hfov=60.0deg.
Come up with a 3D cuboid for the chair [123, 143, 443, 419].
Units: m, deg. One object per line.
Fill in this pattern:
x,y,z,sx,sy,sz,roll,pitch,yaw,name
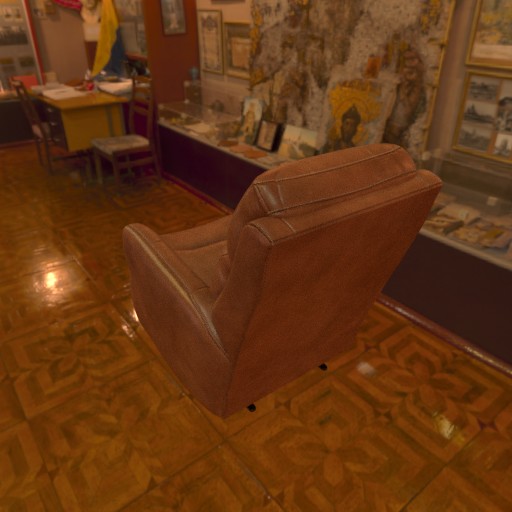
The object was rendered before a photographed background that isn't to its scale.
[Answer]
0.000,0.000,1.759,0.821,1.016,1.072,-20,35,-30,chair
